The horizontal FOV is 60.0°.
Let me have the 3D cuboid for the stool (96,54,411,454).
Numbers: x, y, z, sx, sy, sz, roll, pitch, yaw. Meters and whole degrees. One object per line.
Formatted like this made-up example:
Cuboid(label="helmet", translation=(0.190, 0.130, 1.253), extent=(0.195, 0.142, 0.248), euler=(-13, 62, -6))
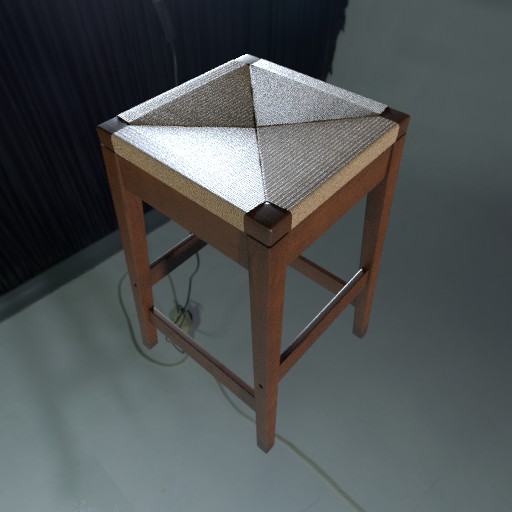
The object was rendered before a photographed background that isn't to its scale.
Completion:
Cuboid(label="stool", translation=(0.000, 0.000, 1.119), extent=(0.507, 0.762, 0.497), euler=(33, 55, 27))
